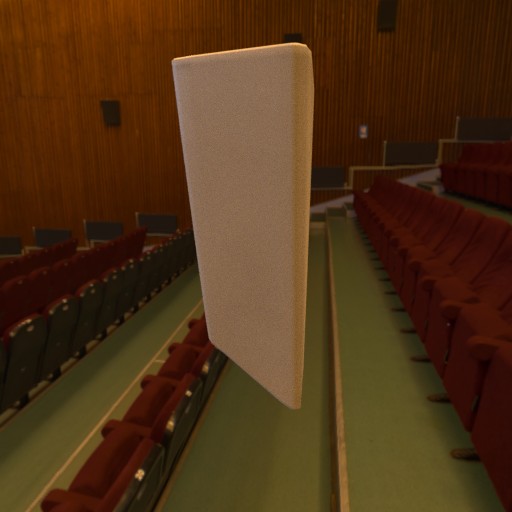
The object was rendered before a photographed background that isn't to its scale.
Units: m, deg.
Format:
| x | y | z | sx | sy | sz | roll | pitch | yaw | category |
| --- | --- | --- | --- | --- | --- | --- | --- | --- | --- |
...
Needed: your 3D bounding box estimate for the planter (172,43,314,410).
| x | y | z | sx | sy | sz | roll | pitch | yaw | category |
| --- | --- | --- | --- | --- | --- | --- | --- | --- | --- |
| 0.000 | 0.000 | 0.259 | 0.060 | 0.197 | 0.150 | 2 | 14 | 8 | planter |
